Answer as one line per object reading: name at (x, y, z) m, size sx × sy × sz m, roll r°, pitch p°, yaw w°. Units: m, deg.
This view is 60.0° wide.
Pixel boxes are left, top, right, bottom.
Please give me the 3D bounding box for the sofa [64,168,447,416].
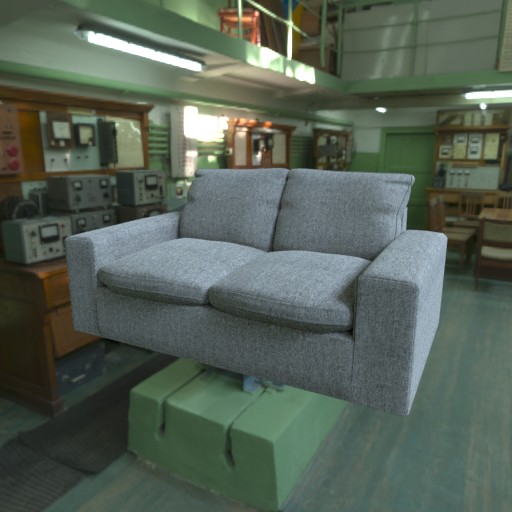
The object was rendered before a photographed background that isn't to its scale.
sofa at (0.000, 0.000, 2.335) m, size 1.758 × 0.877 × 1.094 m, roll 7°, pitch 15°, yaw 27°
